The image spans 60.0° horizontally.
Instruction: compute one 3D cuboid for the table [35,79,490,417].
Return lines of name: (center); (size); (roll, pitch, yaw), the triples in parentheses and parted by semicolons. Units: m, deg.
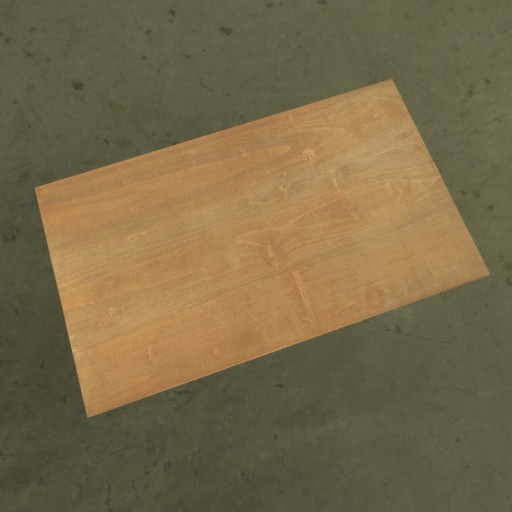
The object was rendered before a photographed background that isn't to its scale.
table: (0.000, 0.000, 2.155); (1.609, 0.780, 0.946); (-18, 75, -5)
